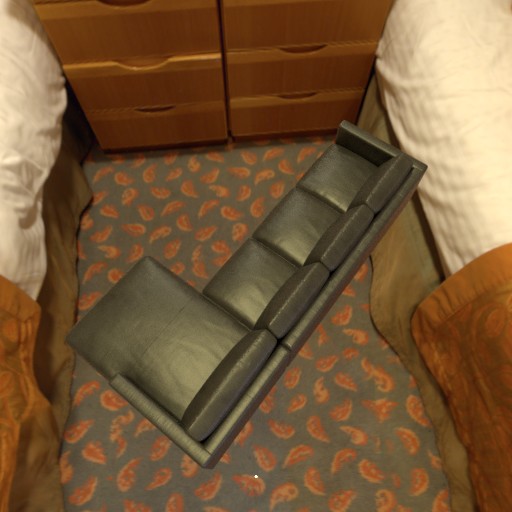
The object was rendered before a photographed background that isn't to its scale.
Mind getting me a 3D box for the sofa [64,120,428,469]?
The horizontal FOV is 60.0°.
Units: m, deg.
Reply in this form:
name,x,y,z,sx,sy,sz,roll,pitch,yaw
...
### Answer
name,x,y,z,sx,sy,sz,roll,pitch,yaw
sofa,0.000,0.000,4.014,1.581,0.883,3.203,35,69,16
